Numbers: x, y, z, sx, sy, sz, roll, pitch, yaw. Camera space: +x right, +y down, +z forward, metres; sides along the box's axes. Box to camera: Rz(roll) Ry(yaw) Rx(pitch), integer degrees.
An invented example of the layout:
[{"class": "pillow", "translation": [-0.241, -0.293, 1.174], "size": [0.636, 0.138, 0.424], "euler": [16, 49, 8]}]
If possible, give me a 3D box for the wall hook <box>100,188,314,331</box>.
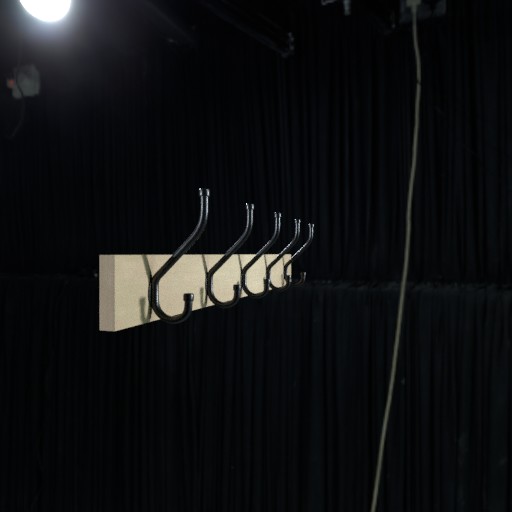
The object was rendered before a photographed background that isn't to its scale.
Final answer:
[{"class": "wall hook", "translation": [0.000, 0.000, 0.609], "size": [0.071, 0.117, 0.571], "euler": [0, 0, 18]}]
